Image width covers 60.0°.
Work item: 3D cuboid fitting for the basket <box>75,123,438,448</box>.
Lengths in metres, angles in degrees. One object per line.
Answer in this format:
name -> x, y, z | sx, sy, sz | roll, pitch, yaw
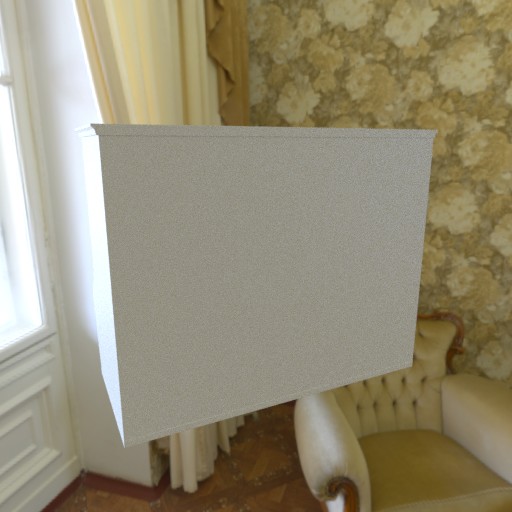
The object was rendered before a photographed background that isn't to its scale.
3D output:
basket -> 0.000, 0.000, 1.141 | 0.792, 0.625, 0.376 | -7, 16, -25
